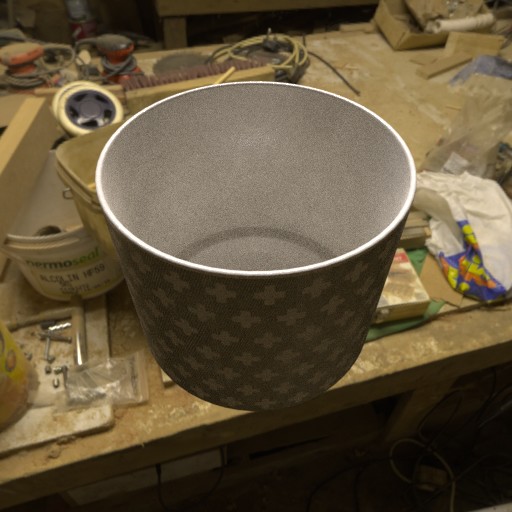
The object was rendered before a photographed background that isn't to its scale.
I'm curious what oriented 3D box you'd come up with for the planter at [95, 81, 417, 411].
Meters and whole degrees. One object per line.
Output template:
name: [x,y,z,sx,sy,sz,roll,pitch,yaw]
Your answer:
planter: [0.000,0.000,0.335,0.190,0.181,0.190,0,48,0]
